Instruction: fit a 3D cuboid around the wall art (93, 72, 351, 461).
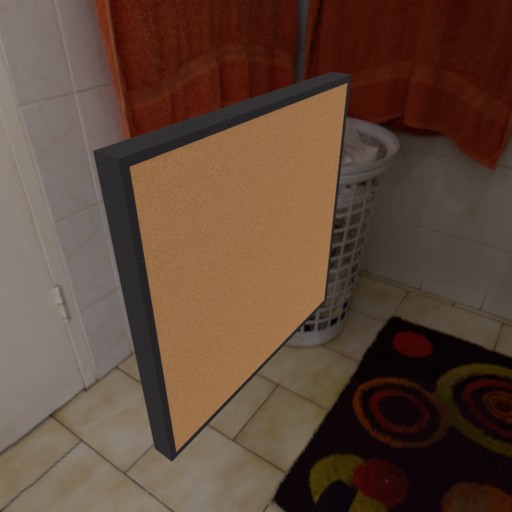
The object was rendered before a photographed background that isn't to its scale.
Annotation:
[{"bbox_3d":[0.000,0.000,0.755,0.040,0.509,0.509,22,39,30],"label":"wall art"}]
